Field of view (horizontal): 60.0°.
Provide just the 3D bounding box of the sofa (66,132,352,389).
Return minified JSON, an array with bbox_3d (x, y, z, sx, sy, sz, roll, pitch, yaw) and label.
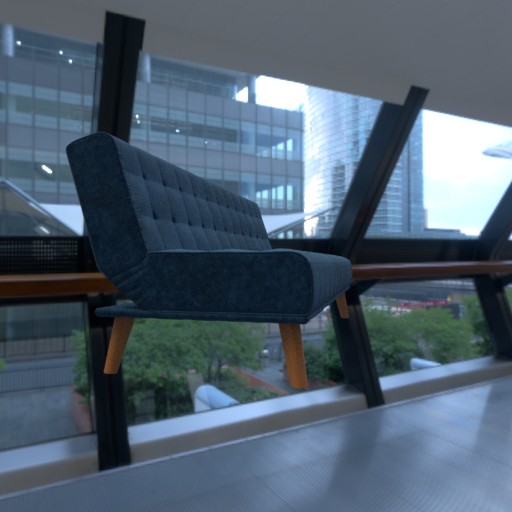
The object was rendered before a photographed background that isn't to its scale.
[{"bbox_3d":[0.000,0.000,2.266,0.855,0.813,1.804,0,-1,16],"label":"sofa"}]
